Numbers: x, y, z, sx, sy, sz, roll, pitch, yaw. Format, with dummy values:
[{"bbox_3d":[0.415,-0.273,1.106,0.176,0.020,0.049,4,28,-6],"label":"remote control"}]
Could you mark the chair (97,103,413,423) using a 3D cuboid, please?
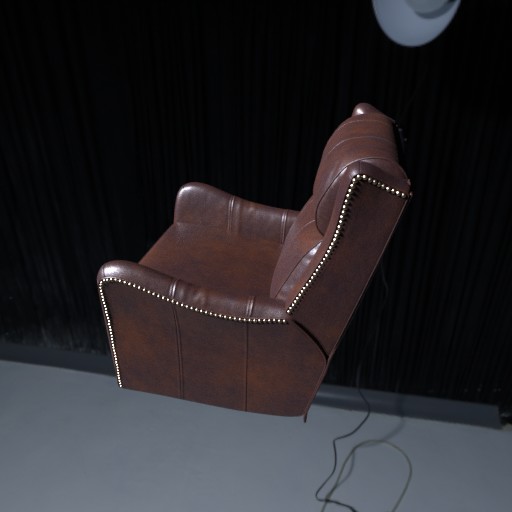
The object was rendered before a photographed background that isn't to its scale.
[{"bbox_3d":[0.000,0.000,1.809,1.008,1.084,0.869,6,31,11],"label":"chair"}]
